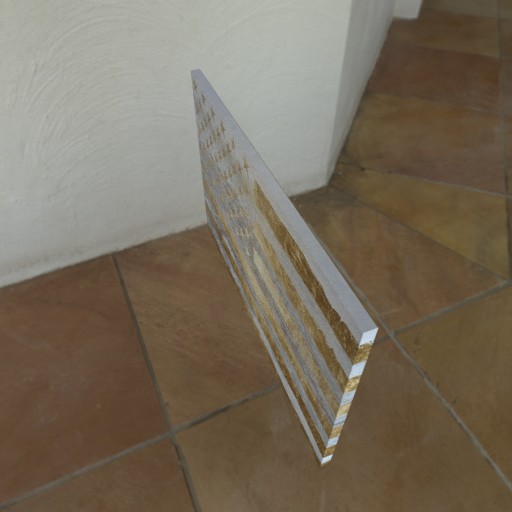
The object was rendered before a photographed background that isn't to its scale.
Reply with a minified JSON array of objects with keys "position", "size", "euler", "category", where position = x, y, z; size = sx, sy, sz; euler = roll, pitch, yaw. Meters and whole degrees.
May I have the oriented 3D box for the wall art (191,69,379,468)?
[{"position":[0.000,0.000,1.179],"size":[0.027,0.610,0.932],"euler":[-16,49,-14],"category":"wall art"}]
